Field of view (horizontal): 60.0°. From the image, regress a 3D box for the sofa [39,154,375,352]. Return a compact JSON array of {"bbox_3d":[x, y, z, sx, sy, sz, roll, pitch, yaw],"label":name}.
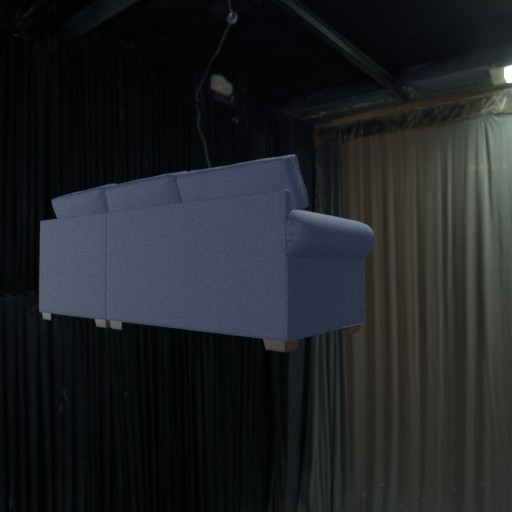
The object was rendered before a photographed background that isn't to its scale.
[{"bbox_3d":[0.000,0.000,3.874,2.487,1.042,2.562,-1,-2,37],"label":"sofa"}]
